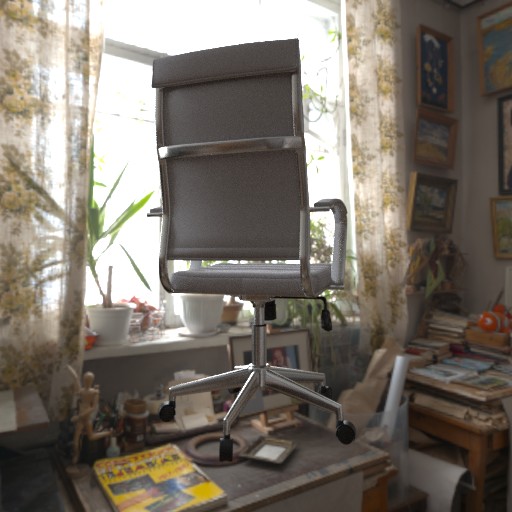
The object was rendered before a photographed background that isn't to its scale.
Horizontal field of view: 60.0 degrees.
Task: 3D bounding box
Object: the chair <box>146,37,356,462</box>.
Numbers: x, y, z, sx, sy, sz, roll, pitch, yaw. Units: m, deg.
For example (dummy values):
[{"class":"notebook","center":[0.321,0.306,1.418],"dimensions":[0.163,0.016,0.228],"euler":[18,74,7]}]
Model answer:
[{"class":"chair","center":[0.000,0.000,1.518],"dimensions":[0.679,1.149,0.667],"euler":[0,0,18]}]
